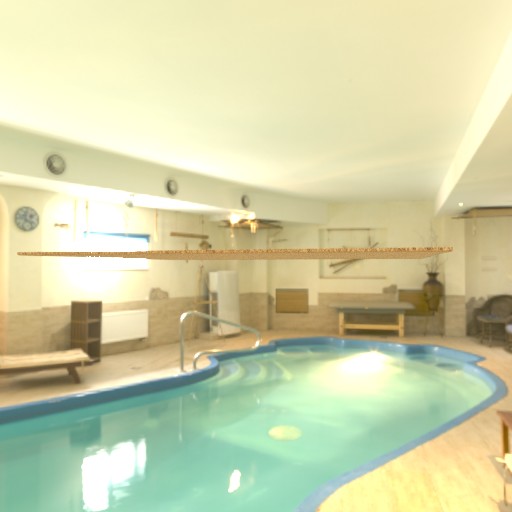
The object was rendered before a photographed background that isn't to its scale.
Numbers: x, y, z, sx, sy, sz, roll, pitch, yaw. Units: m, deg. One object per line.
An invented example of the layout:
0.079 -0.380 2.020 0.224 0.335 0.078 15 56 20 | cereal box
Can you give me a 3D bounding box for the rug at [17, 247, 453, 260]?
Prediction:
0.000 0.000 4.020 3.000 0.025 2.400 0 -1 17 | rug
